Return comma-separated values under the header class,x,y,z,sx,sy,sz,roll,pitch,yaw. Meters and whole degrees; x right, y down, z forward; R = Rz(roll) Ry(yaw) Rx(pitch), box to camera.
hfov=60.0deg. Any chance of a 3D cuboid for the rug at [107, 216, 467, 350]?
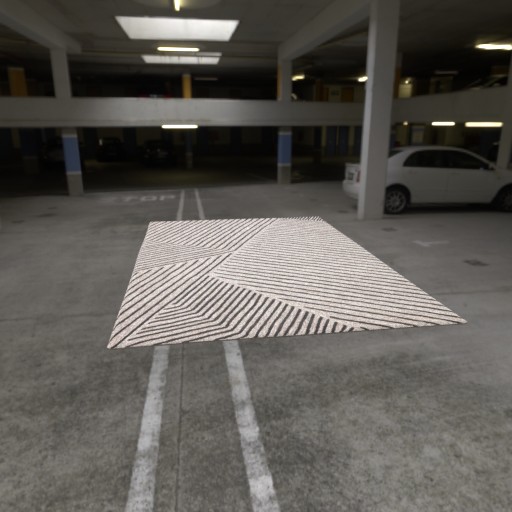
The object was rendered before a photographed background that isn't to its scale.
class,x,y,z,sx,sy,sz,roll,pitch,yaw
rug,0.000,0.000,2.349,1.237,0.019,1.842,-3,17,-8
